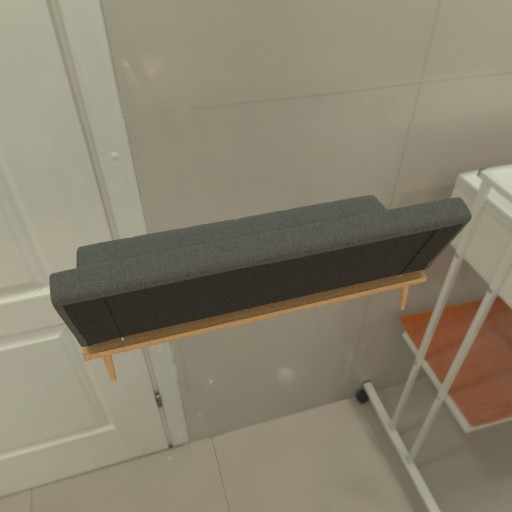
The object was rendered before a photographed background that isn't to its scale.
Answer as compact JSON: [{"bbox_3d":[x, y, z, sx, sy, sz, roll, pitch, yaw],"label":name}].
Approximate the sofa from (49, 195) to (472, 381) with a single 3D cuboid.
[{"bbox_3d":[0.000,0.000,2.291,1.820,0.770,0.820,-11,42,-13],"label":"sofa"}]
